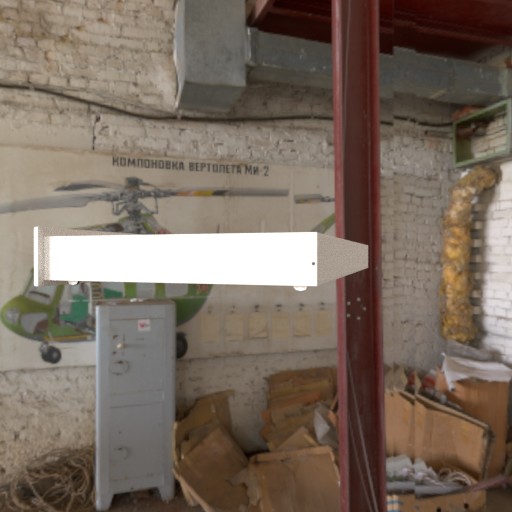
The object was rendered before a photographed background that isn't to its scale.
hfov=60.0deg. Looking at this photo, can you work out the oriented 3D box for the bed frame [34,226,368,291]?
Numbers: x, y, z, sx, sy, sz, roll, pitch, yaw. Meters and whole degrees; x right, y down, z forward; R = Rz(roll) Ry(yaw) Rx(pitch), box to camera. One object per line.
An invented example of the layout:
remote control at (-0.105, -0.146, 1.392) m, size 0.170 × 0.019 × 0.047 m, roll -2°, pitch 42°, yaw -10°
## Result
bed frame at (0.000, 0.000, 1.554) m, size 0.670 × 0.141 × 1.300 m, roll 0°, pitch 0°, yaw 18°
